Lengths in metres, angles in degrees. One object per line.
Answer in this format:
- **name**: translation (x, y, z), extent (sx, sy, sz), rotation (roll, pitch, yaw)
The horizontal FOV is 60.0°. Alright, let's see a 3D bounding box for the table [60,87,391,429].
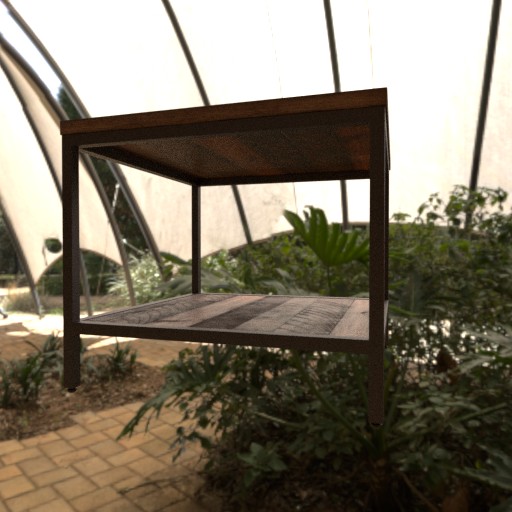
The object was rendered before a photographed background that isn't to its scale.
- **table**: translation (0.000, 0.000, 0.962), extent (0.553, 0.482, 0.548), rotation (0, 1, 17)
